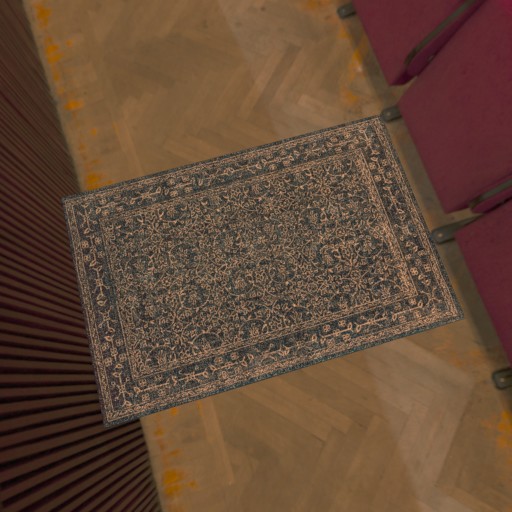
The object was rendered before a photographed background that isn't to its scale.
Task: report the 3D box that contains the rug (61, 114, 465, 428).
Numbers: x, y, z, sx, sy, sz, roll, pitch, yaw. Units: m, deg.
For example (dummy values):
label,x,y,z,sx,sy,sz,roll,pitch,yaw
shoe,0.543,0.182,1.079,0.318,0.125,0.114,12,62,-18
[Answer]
label,x,y,z,sx,sy,sz,roll,pitch,yaw
rug,0.000,0.000,2.281,1.819,0.005,1.200,-16,75,-4
